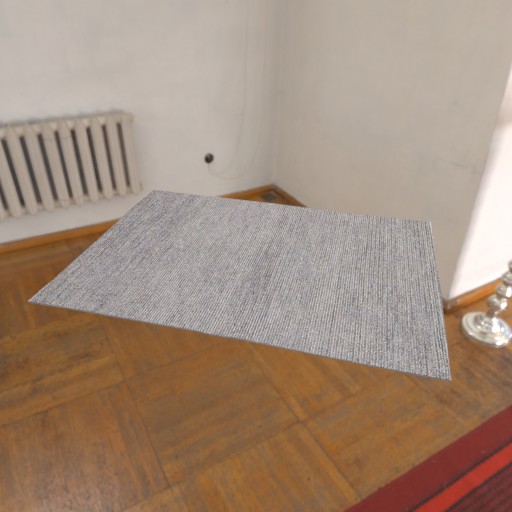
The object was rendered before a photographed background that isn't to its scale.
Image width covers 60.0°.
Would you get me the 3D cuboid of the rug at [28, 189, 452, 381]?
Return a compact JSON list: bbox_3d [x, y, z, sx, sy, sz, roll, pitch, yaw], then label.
[{"bbox_3d":[0.000,0.000,2.938,2.307,0.030,1.604,8,33,13],"label":"rug"}]
